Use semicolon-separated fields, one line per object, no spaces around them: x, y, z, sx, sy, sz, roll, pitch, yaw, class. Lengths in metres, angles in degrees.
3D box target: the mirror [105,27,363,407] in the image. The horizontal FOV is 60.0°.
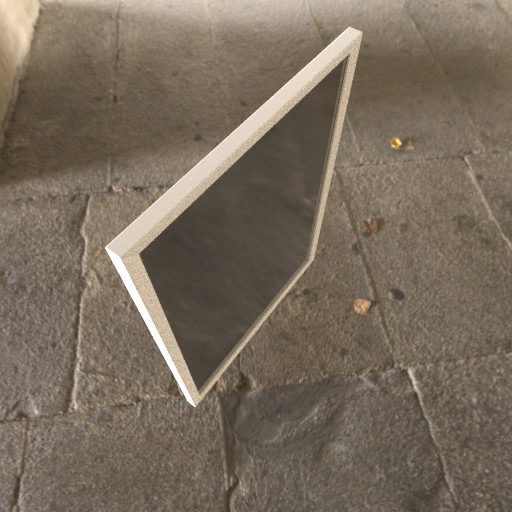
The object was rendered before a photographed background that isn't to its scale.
0.000;0.000;1.299;0.040;1.016;0.762;33;64;18;mirror
